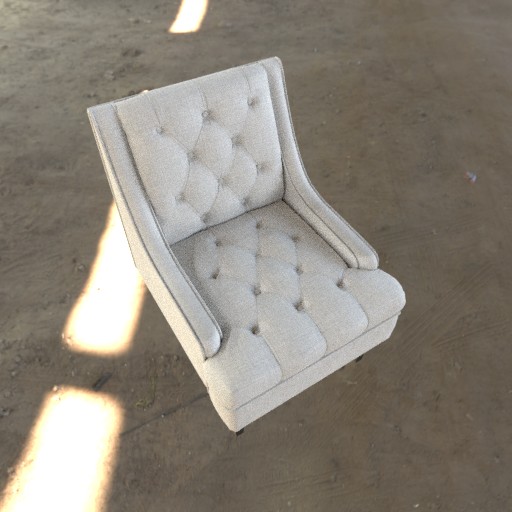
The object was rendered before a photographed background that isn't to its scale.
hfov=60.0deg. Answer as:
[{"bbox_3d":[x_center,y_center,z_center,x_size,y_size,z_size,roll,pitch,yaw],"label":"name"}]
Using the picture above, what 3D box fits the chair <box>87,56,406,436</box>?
[{"bbox_3d":[0.000,0.000,1.435,0.658,0.891,0.772,-25,52,-21],"label":"chair"}]
